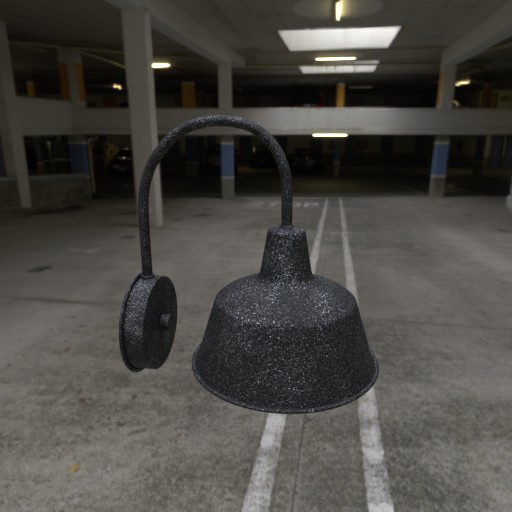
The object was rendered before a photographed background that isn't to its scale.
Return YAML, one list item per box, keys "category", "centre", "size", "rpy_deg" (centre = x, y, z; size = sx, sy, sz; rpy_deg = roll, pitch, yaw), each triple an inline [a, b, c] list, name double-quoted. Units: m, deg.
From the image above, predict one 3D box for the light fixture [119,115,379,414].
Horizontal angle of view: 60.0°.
- category: "light fixture"
  centre: [0.000, 0.000, 0.494]
  size: [0.283, 0.300, 0.216]
  rpy_deg: [3, 16, 9]
